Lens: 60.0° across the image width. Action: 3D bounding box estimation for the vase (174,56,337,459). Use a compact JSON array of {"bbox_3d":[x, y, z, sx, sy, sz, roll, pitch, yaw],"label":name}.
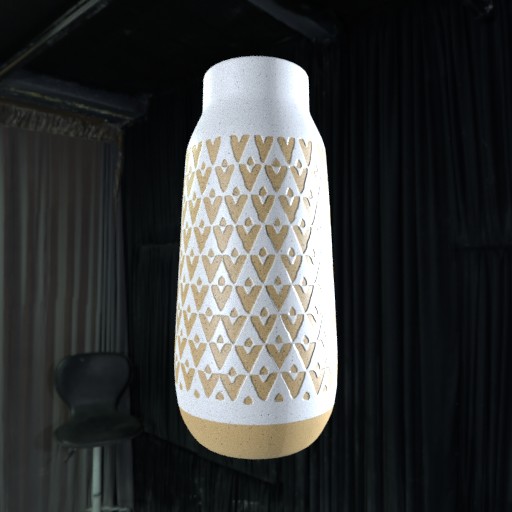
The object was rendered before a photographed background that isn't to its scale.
[{"bbox_3d":[0.000,0.000,0.382,0.137,0.307,0.137,0,-1,0],"label":"vase"}]
